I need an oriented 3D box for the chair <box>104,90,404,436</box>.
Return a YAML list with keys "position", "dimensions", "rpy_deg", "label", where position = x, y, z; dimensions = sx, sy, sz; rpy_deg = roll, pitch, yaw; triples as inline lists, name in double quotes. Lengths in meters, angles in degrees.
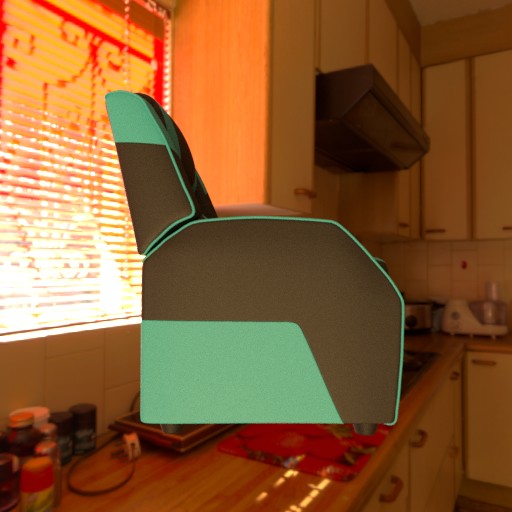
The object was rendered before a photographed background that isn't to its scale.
- position: [0.000, 0.000, 1.272]
  dimensions: [0.672, 0.805, 0.620]
  rpy_deg: [0, -1, 1]
  label: "chair"
